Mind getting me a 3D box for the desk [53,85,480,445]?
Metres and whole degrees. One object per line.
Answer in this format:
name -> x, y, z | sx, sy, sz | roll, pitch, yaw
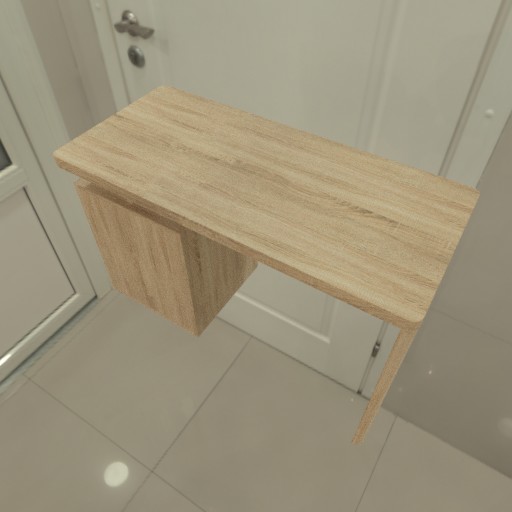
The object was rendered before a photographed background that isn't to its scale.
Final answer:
desk -> 0.000, 0.000, 1.622 | 1.200, 0.760, 0.550 | 25, 52, 21
